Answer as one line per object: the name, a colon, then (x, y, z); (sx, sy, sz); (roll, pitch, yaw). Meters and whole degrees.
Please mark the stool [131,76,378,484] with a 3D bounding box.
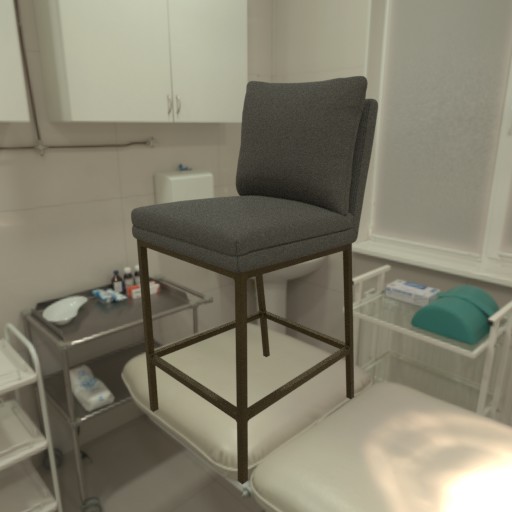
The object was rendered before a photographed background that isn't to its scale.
stool: (0.000, 0.000, 1.333); (0.569, 1.030, 0.463); (-16, 23, -42)
